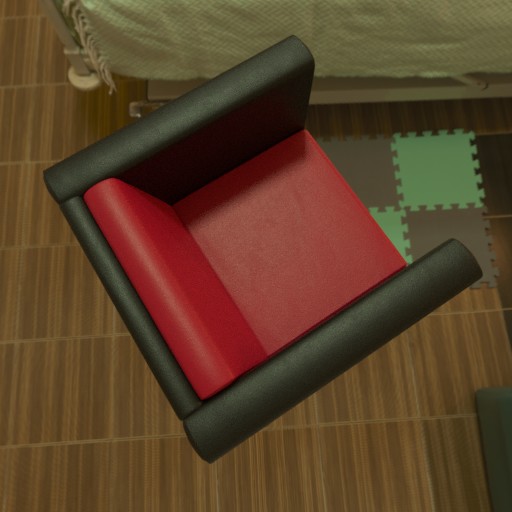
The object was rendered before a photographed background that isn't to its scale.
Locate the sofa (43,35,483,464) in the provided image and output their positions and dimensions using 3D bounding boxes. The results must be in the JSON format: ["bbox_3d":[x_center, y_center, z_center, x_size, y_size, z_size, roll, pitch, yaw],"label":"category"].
[{"bbox_3d":[0.000,0.000,1.433,0.809,0.724,0.839,-32,77,-8],"label":"sofa"}]
